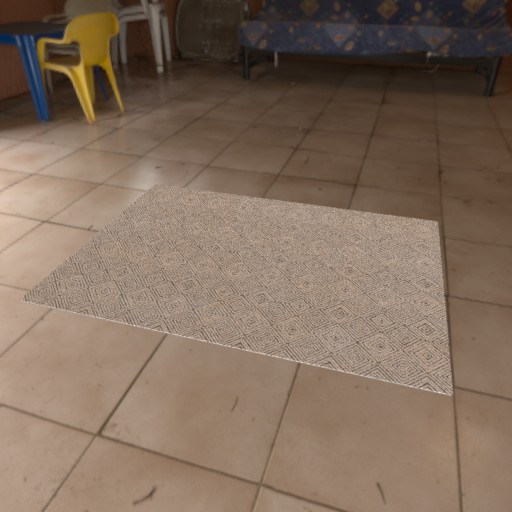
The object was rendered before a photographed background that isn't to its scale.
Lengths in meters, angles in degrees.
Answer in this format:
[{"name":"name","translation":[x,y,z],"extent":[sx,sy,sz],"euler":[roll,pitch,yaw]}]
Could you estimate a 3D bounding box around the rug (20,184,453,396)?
[{"name":"rug","translation":[0.000,0.000,2.800],"extent":[2.238,0.008,1.593],"euler":[9,35,14]}]
